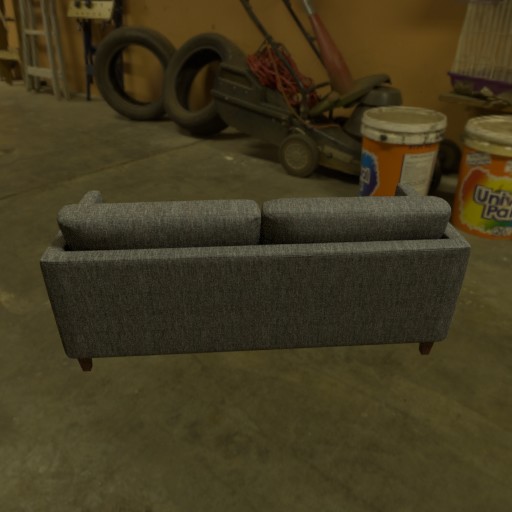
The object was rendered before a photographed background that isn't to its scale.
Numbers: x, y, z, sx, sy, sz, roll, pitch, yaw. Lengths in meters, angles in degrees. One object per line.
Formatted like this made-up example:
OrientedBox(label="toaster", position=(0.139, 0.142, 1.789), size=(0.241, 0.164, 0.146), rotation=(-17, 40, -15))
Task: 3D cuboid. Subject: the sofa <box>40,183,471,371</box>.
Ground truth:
OrientedBox(label="sofa", position=(0.000, 0.000, 2.747), size=(2.208, 0.960, 0.948), rotation=(-2, 30, -3))
